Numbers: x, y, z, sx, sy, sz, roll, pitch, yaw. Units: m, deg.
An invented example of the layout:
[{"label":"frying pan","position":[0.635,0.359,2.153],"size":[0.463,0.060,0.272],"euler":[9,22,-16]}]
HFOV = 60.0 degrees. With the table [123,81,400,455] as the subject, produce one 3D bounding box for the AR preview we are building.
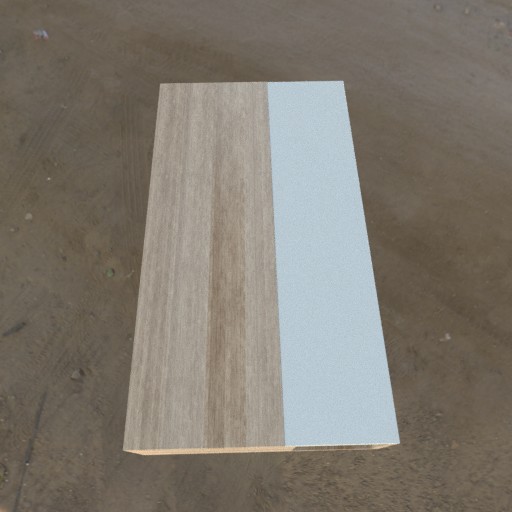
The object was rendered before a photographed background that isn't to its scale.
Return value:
[{"label":"table","position":[0.000,0.000,1.361],"size":[0.600,0.350,1.100],"euler":[-1,63,-1]}]
